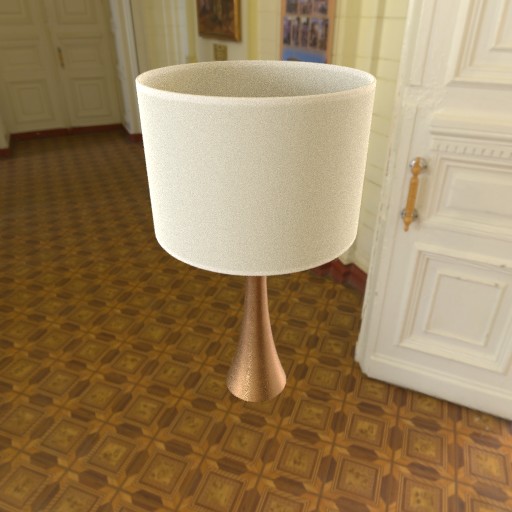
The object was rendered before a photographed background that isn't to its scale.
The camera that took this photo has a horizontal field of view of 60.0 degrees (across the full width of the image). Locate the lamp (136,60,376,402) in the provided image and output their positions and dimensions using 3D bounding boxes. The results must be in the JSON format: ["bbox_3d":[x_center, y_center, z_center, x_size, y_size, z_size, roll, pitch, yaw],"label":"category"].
[{"bbox_3d":[0.000,0.000,0.626,0.268,0.479,0.268,10,32,17],"label":"lamp"}]
